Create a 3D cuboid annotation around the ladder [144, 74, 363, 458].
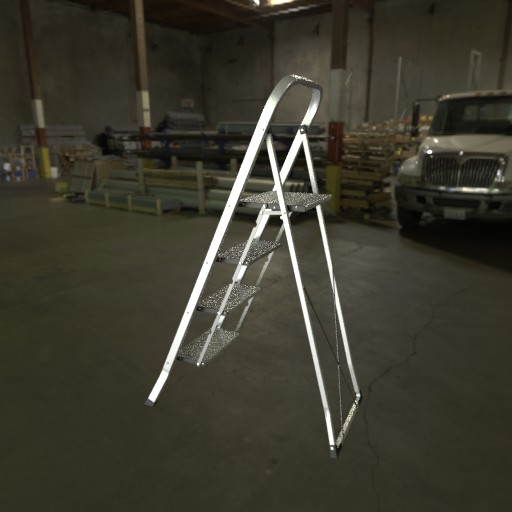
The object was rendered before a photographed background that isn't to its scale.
[{"bbox_3d":[0.000,0.000,1.739,0.830,1.290,0.465,7,17,24],"label":"ladder"}]
